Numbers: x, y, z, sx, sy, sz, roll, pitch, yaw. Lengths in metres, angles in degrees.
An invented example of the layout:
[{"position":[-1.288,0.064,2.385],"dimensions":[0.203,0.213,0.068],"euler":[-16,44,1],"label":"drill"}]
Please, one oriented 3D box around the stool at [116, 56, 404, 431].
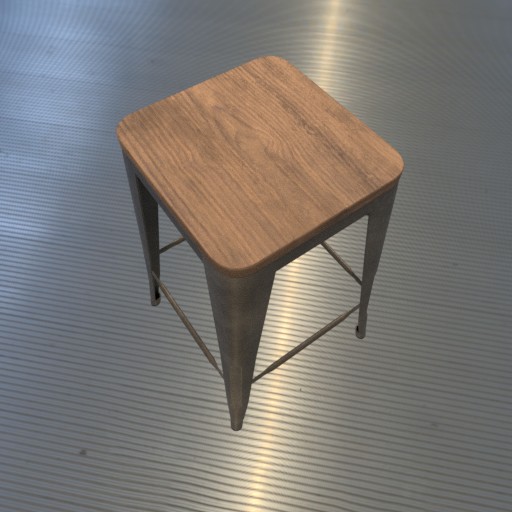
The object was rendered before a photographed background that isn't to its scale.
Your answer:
[{"position":[0.000,0.000,0.892],"dimensions":[0.407,0.607,0.407],"euler":[-31,63,-18],"label":"stool"}]
